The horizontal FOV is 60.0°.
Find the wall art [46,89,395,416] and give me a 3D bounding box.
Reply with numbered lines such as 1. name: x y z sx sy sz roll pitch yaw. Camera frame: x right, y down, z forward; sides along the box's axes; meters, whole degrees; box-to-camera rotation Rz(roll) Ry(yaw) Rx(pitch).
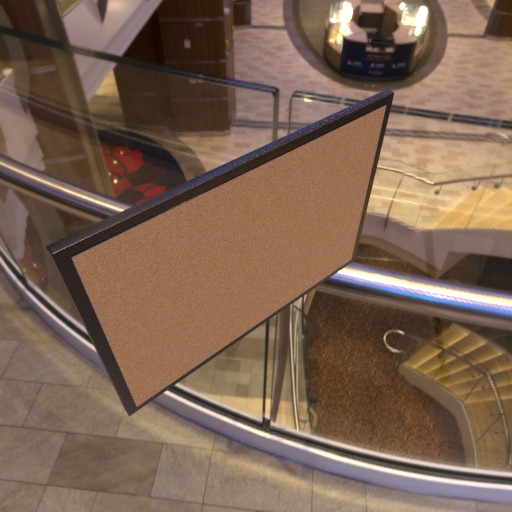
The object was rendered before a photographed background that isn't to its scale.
1. wall art: 0.000 0.000 0.570 0.440 0.306 0.013 -31 54 -26
